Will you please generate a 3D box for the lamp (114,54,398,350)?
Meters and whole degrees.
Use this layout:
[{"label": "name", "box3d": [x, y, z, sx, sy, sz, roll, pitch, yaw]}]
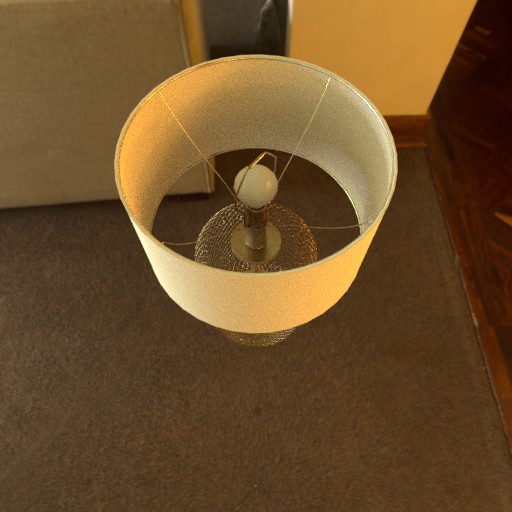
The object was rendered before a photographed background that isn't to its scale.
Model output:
[{"label": "lamp", "box3d": [0.000, 0.000, 0.812, 0.353, 0.578, 0.353, 0, 63, 0]}]
